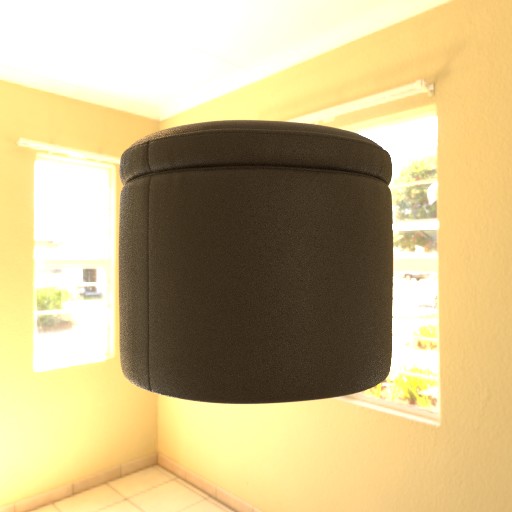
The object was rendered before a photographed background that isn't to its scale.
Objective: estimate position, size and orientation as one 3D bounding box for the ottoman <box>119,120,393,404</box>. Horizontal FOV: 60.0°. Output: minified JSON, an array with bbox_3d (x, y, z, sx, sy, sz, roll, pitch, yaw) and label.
[{"bbox_3d":[0.000,0.000,0.843,0.500,0.409,0.500,0,0,0],"label":"ottoman"}]
